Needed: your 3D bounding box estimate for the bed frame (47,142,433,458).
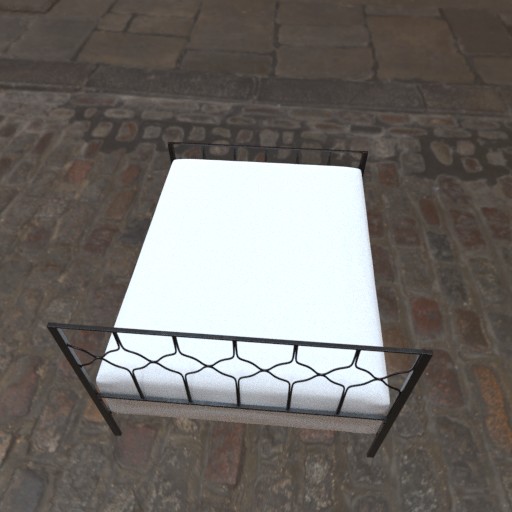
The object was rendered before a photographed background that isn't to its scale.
[{"bbox_3d":[0.000,0.000,2.963,1.597,1.222,2.063,4,48,3],"label":"bed frame"}]
